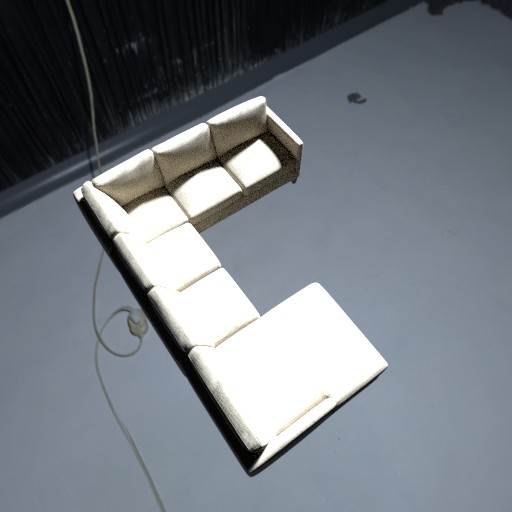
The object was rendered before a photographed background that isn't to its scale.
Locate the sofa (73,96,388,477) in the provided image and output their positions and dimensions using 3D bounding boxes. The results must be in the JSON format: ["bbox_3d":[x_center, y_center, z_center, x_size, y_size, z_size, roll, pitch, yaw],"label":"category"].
[{"bbox_3d":[0.000,0.000,4.771,2.593,0.959,3.460,-32,65,-17],"label":"sofa"}]
